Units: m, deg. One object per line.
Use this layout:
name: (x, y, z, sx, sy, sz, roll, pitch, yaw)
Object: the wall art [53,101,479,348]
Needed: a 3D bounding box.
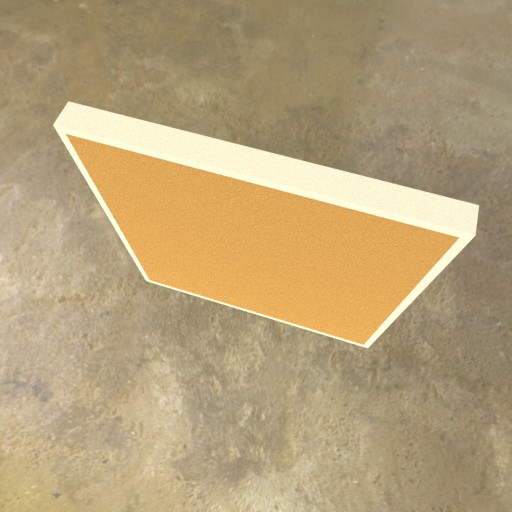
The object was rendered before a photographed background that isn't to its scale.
wall art: (0.000, 0.000, 0.748, 0.509, 0.509, 0.040, 16, 66, 7)
